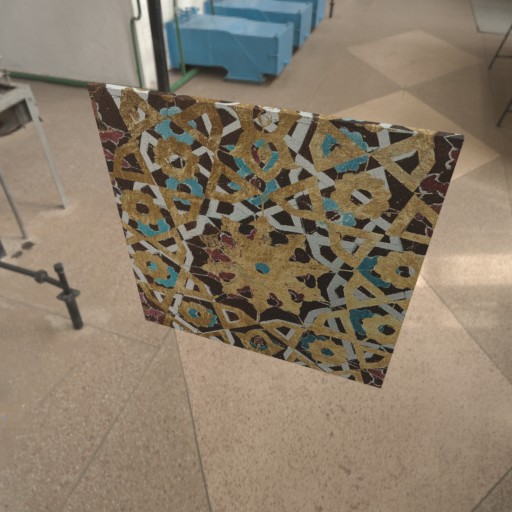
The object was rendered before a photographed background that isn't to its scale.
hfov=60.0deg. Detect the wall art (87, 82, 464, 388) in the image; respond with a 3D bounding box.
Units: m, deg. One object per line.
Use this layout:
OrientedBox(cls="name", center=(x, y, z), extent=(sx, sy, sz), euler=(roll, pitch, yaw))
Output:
OrientedBox(cls="wall art", center=(0.000, 0.000, 0.589), extent=(0.404, 0.406, 0.010), euler=(13, 43, 15))
